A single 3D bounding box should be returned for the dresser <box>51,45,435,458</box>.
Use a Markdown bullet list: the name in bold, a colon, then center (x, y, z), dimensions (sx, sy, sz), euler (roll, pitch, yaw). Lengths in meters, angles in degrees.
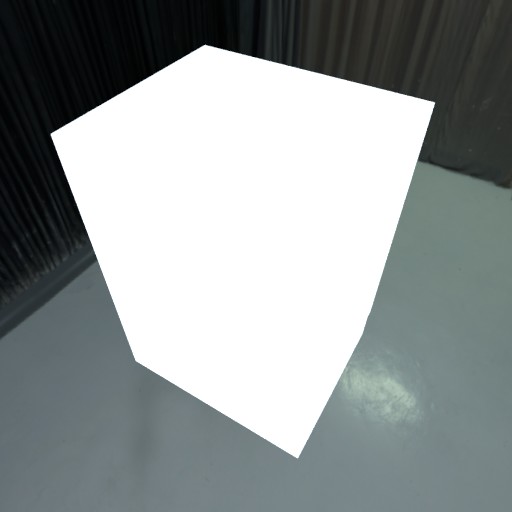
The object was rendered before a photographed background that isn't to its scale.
- **dresser**: center (0.000, 0.000, 0.807), dimensions (0.400, 0.560, 0.360), euler (24, 51, 21)
